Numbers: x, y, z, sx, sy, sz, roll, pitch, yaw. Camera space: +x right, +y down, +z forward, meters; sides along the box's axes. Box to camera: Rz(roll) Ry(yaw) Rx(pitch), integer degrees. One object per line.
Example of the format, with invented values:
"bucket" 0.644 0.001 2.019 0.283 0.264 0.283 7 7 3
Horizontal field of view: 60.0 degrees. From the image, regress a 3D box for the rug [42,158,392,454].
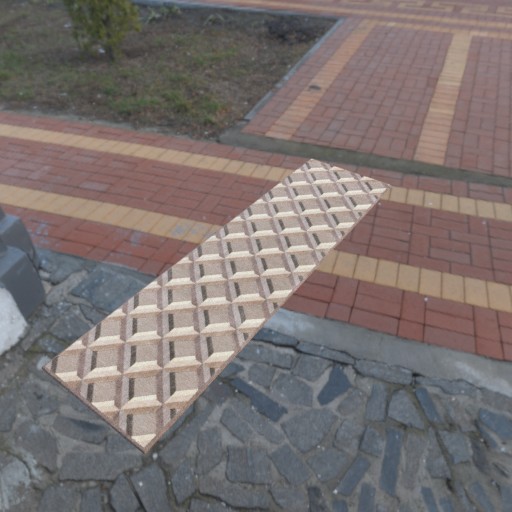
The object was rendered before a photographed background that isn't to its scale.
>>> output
"rug" 0.000 0.000 2.635 0.685 0.013 2.437 25 47 26
